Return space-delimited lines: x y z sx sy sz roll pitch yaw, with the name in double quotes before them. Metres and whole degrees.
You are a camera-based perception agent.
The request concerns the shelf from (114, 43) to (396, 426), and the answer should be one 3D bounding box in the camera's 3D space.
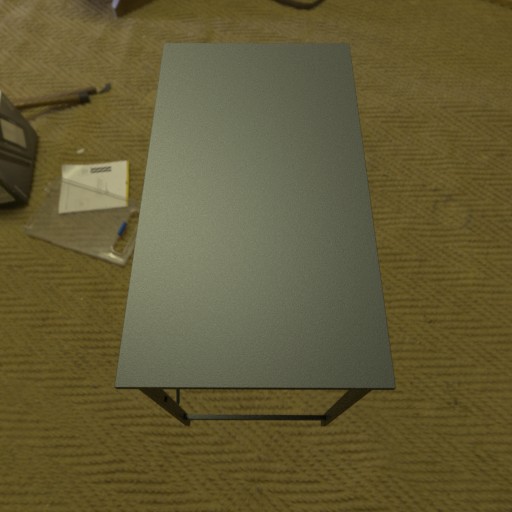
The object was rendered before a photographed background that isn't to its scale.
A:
"shelf" 0.000 0.000 1.319 0.498 0.749 0.902 0 63 0
